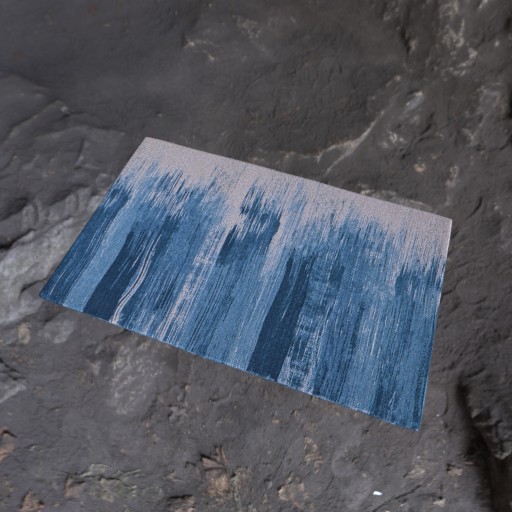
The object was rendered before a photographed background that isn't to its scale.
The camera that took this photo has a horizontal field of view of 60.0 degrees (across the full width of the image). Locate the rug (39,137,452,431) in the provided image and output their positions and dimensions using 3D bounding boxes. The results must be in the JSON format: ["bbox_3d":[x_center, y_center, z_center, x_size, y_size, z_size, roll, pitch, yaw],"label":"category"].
[{"bbox_3d":[0.000,0.000,3.008,2.450,0.027,1.540,17,61,10],"label":"rug"}]
